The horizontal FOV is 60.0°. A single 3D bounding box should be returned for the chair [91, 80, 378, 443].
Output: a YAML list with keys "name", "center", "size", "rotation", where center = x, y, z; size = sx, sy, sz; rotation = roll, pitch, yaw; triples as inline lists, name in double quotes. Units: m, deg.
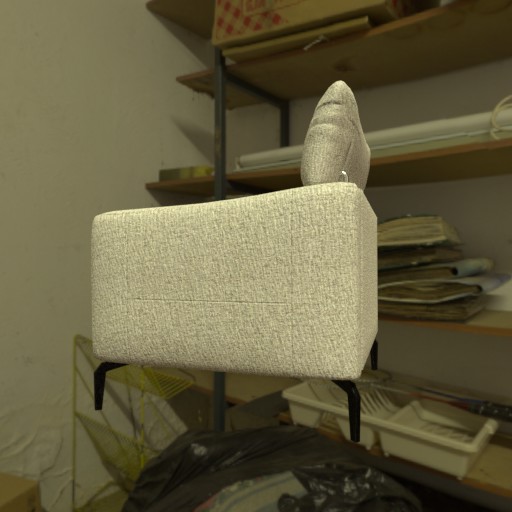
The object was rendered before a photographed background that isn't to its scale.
- name: "chair"
  center: [0.000, 0.000, 1.653]
  size: [0.835, 0.967, 0.972]
  rotation: [0, -1, 18]
